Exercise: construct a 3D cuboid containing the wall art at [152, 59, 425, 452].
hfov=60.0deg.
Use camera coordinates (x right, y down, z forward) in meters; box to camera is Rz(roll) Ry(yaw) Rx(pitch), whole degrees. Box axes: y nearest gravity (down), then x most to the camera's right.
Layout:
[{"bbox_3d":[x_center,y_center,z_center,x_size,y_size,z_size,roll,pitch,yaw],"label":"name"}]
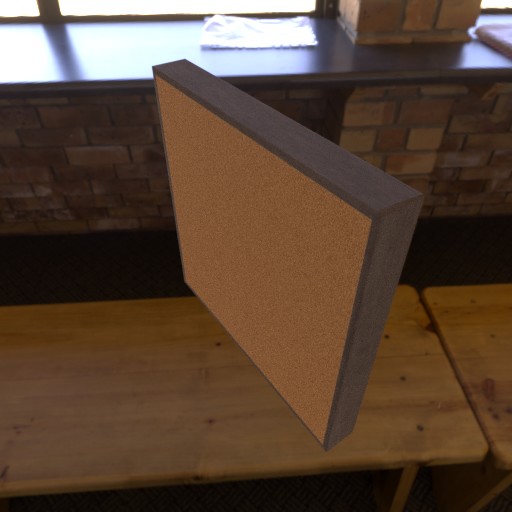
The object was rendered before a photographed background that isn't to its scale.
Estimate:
[{"bbox_3d":[0.000,0.000,0.454,0.038,0.302,0.303,-25,48,-26],"label":"wall art"}]
